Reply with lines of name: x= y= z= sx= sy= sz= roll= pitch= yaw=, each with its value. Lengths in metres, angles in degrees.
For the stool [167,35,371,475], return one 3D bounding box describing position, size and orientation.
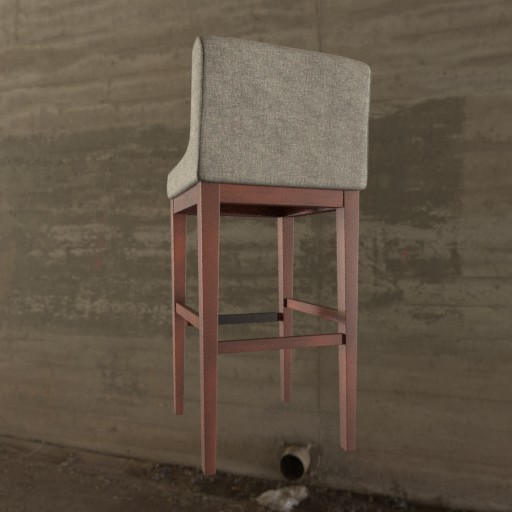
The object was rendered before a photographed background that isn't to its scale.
stool: x=0.000 y=0.000 z=1.224 sx=0.426 sy=0.965 sz=0.499 roll=0 pitch=0 yaw=-20
